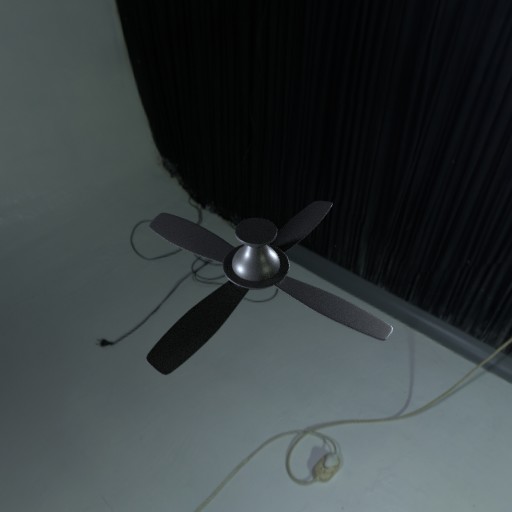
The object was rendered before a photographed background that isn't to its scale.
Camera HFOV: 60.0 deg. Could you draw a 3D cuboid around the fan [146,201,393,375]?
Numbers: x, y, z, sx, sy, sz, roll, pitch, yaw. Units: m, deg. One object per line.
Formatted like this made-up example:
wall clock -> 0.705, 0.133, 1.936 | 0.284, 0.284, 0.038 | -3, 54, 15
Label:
fan -> 0.000, 0.000, 2.578 | 1.694, 0.382, 1.694 | 26, 48, 25
